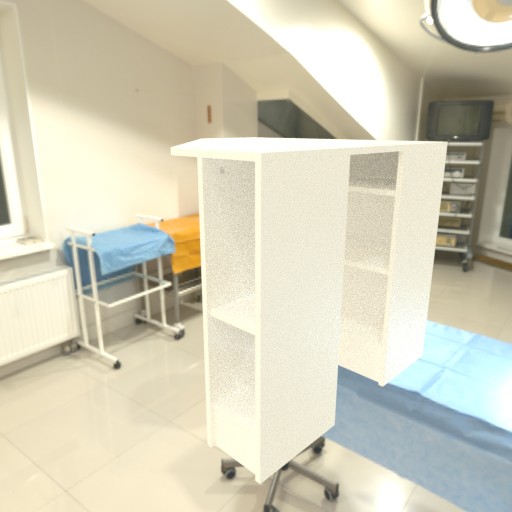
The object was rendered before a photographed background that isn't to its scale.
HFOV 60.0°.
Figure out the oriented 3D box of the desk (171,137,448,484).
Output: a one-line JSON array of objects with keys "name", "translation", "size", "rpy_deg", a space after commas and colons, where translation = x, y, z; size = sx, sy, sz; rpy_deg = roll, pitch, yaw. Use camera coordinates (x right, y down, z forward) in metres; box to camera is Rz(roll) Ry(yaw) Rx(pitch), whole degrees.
[{"name": "desk", "translation": [0.000, 0.000, 1.639], "size": [0.940, 0.818, 0.926], "rpy_deg": [15, 22, 42]}]
